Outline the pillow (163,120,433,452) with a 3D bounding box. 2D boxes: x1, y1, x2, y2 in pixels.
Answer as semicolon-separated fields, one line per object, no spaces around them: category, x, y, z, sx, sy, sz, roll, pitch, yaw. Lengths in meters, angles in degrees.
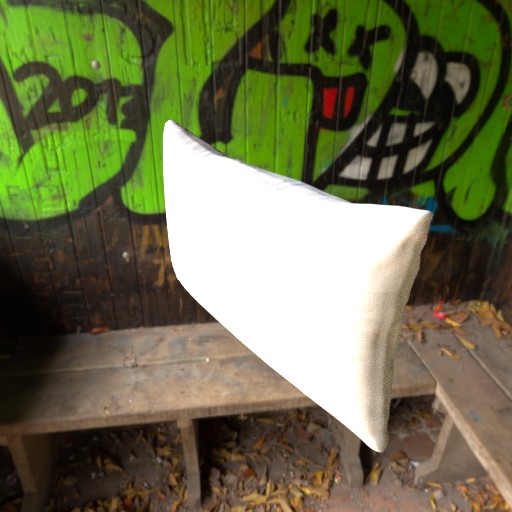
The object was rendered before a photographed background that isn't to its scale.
pillow;0.000;0.000;0.627;0.139;0.305;0.506;-18;32;-32
